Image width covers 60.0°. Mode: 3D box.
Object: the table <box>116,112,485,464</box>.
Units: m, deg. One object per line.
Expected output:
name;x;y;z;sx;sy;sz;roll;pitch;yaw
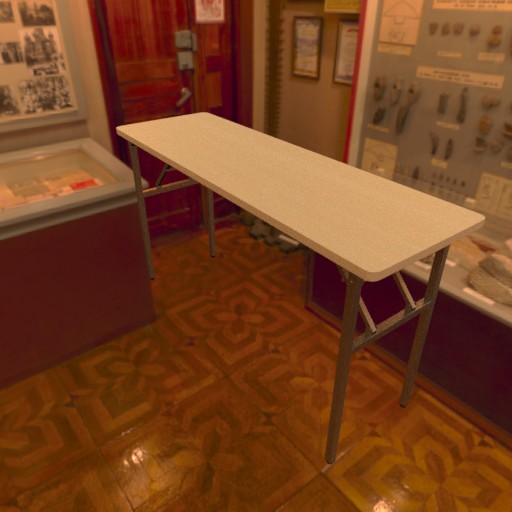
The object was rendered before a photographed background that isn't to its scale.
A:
table;0.000;0.000;1.691;0.446;0.750;1.397;-21;37;-31
